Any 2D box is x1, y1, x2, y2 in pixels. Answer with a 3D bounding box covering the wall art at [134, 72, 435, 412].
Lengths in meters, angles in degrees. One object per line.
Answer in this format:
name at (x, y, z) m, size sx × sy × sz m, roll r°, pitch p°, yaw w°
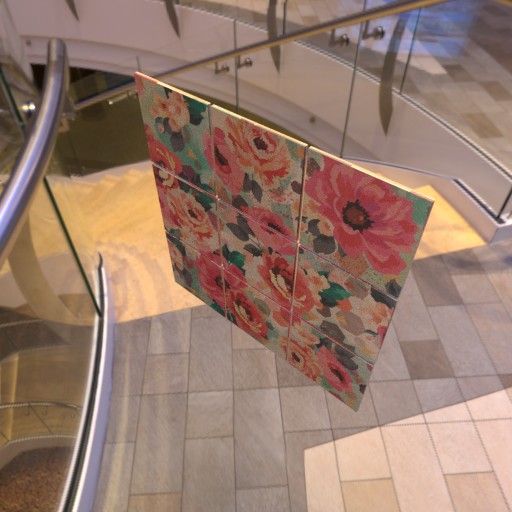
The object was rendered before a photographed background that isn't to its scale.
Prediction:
wall art at (0.000, 0.000, 1.395) m, size 0.911 × 0.910 × 0.012 m, roll 31°, pitch 53°, yaw 27°
